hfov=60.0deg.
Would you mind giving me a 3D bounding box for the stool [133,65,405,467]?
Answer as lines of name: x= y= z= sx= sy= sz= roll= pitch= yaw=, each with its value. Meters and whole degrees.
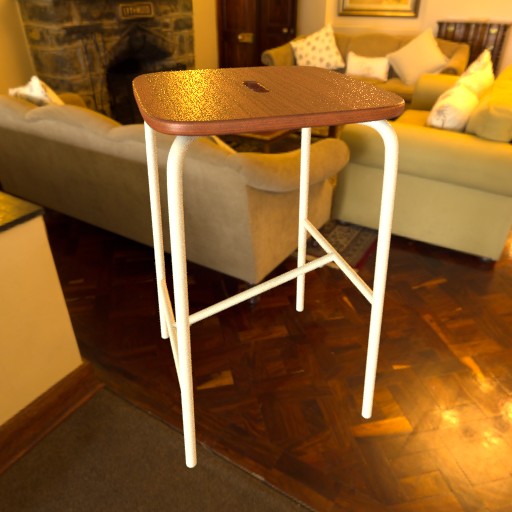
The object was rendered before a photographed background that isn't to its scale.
stool: x=0.000 y=0.000 z=0.838 sx=0.376 sy=0.610 sz=0.376 roll=-9 pitch=33 yaw=-15
